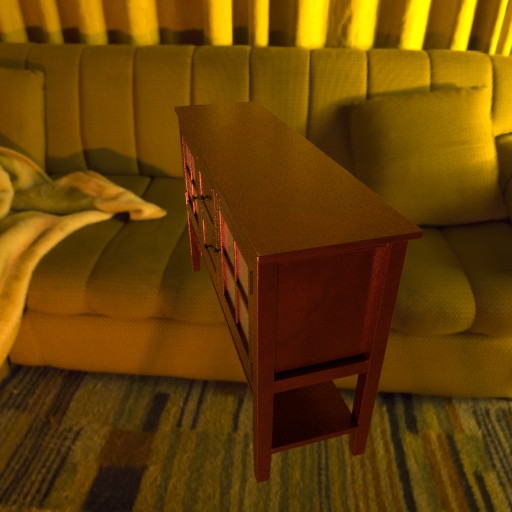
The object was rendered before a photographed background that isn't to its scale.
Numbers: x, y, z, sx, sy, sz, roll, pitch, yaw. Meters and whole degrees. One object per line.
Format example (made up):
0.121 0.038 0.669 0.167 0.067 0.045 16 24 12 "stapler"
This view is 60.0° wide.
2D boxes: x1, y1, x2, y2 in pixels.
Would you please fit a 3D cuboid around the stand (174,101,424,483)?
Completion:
0.000 0.000 1.754 0.410 0.872 1.362 -9 33 -14 "stand"
